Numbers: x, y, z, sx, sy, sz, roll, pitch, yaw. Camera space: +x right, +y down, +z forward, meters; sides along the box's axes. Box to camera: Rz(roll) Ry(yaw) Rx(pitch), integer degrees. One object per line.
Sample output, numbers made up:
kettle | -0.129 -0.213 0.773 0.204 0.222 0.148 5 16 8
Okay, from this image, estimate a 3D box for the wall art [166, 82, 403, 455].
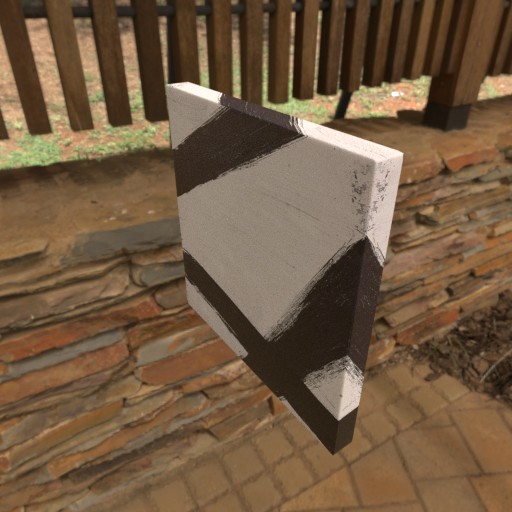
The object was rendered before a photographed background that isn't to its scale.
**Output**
wall art | 0.000 0.000 0.786 0.050 0.508 0.507 -20 37 -30
